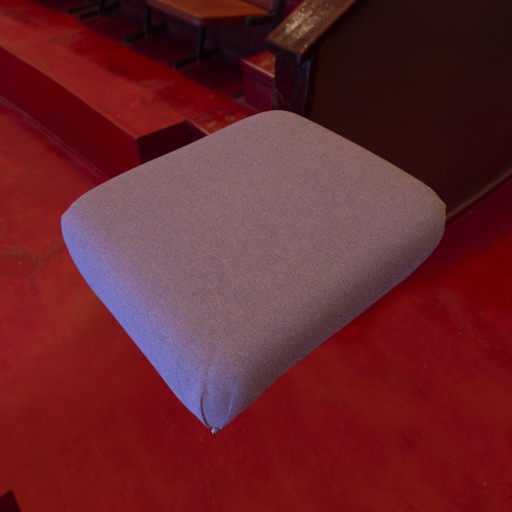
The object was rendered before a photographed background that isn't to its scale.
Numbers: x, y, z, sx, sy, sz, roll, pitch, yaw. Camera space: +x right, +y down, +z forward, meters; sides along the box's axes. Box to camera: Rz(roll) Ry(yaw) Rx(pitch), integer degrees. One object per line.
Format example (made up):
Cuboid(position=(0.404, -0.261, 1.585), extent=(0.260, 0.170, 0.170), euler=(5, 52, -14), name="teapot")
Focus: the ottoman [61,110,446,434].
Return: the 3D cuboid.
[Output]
Cuboid(position=(0.000, 0.000, 1.128), extent=(0.747, 0.450, 0.622), euler=(-32, 55, -27), name="ottoman")
